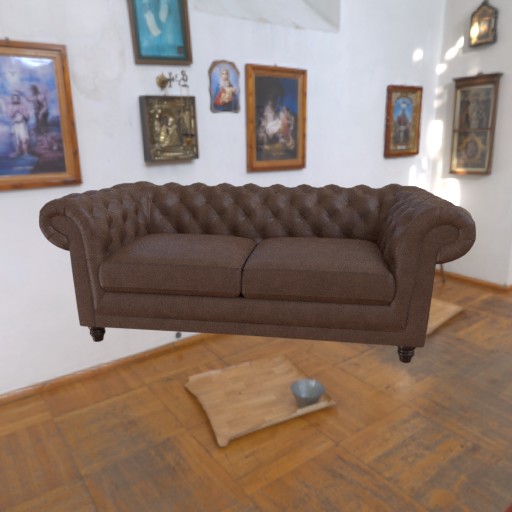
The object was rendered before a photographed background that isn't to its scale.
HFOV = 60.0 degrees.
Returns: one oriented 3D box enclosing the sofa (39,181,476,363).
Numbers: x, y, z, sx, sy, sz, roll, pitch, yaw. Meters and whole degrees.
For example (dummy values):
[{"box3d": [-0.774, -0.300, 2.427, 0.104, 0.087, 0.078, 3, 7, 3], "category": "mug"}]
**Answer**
[{"box3d": [0.000, 0.000, 2.522, 2.048, 0.784, 0.955, 2, 14, 8], "category": "sofa"}]
